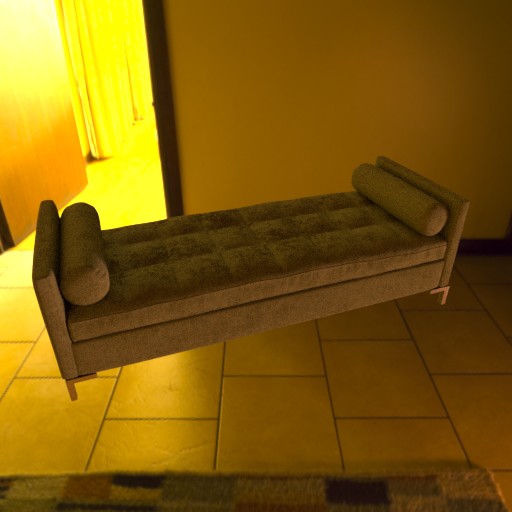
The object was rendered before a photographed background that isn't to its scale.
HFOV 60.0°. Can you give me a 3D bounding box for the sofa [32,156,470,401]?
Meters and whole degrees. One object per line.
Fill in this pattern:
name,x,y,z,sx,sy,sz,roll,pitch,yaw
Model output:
sofa,0.000,0.000,2.432,2.102,0.657,0.797,-11,33,-17
